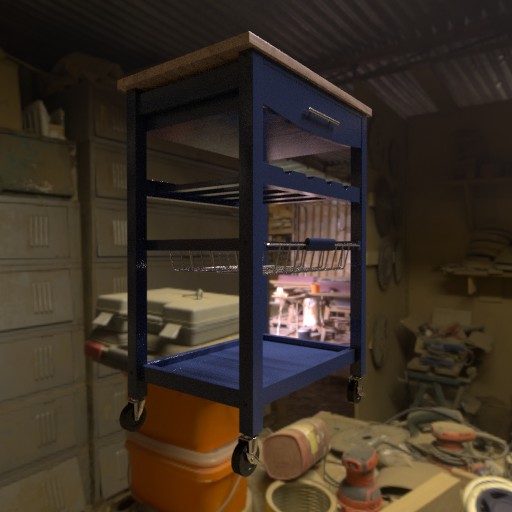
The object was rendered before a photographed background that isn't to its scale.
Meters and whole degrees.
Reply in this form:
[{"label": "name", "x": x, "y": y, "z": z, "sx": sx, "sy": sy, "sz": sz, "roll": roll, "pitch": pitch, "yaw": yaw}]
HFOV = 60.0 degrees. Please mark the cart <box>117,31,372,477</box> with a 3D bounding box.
[{"label": "cart", "x": 0.000, "y": 0.000, "z": 1.165, "sx": 0.403, "sy": 0.839, "sz": 0.584, "roll": 1, "pitch": 1, "yaw": 37}]
